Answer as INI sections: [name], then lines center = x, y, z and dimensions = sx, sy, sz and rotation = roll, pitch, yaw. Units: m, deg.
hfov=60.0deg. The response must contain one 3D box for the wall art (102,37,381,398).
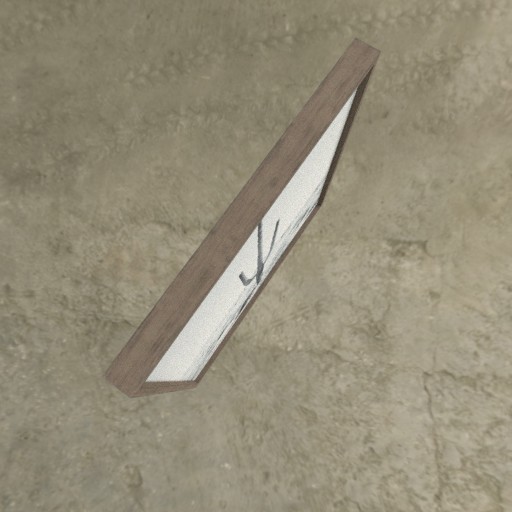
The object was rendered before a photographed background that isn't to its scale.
[wall art]
center = 0.000, 0.000, 0.754
dimensions = 0.038, 0.508, 0.508
rotation = 33, 77, 9
